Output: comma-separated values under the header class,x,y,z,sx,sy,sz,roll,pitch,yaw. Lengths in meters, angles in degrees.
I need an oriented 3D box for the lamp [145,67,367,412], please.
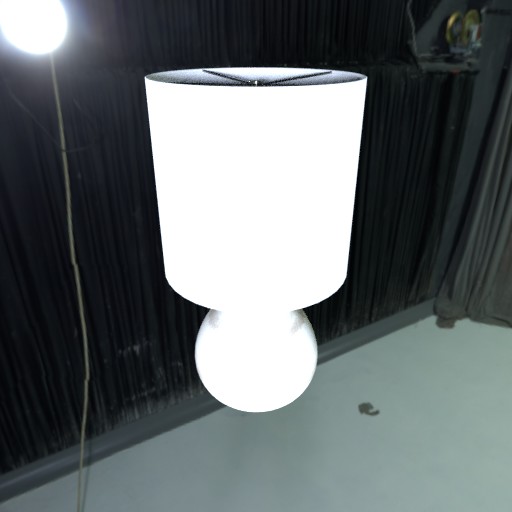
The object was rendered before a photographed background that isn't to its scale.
class,x,y,z,sx,sy,sz,roll,pitch,yaw
lamp,0.000,0.000,0.533,0.217,0.404,0.217,-18,32,-32
